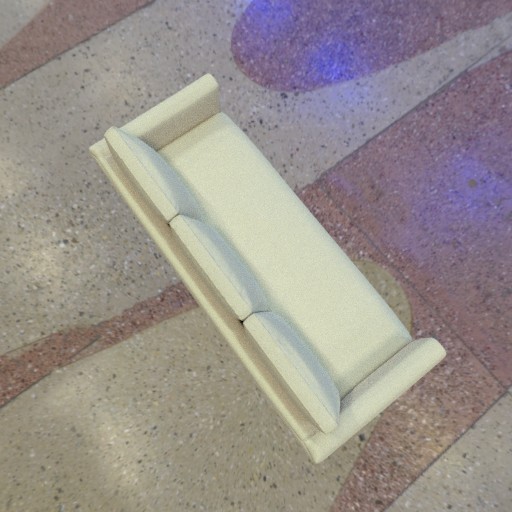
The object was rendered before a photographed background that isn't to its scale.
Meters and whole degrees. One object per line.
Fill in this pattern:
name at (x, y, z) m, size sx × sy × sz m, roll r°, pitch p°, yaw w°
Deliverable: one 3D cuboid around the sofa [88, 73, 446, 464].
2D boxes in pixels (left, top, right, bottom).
sofa at (0.000, 0.000, 2.700) m, size 0.902 × 0.911 × 2.198 m, roll -36°, pitch 77°, yaw -9°
